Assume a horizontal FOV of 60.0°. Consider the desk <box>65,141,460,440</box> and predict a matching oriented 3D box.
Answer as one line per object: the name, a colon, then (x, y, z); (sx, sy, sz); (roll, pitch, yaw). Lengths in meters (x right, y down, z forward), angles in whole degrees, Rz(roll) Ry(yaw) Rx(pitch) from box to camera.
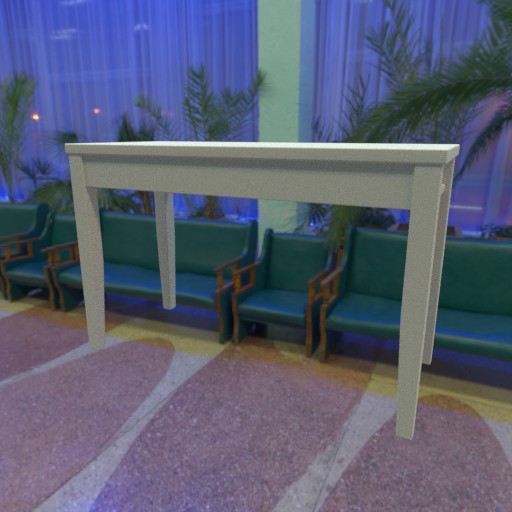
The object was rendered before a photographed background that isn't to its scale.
desk: (0.000, 0.000, 1.580); (1.220, 0.775, 0.508); (8, 17, 26)
